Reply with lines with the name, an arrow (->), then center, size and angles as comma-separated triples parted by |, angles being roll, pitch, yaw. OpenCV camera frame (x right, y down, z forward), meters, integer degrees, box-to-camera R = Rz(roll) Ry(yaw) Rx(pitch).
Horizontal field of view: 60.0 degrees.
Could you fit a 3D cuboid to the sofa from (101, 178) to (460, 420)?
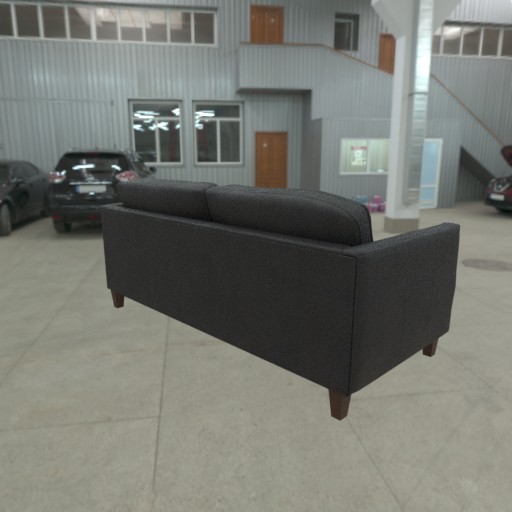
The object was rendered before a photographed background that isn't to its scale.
sofa -> 0.000, 0.000, 2.558 | 0.933, 0.863, 1.971 | -12, 18, -43
